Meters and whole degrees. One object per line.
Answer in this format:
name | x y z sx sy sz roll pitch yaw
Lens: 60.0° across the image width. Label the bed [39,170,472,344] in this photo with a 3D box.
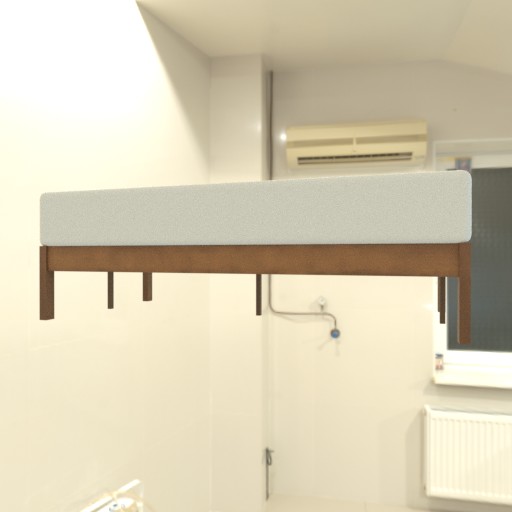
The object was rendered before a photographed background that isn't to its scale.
bed | 0.000 0.000 2.302 1.902 0.616 0.961 0 0 18
